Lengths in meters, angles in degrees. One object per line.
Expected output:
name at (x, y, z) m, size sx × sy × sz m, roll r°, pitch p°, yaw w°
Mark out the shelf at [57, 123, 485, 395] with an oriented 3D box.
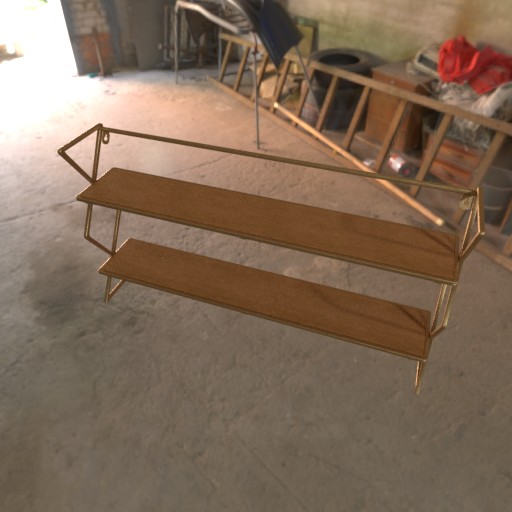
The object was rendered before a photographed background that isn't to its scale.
shelf at (0.000, 0.000, 1.002) m, size 0.822 × 0.450 × 0.150 m, roll 13°, pitch 42°, yaw 15°
